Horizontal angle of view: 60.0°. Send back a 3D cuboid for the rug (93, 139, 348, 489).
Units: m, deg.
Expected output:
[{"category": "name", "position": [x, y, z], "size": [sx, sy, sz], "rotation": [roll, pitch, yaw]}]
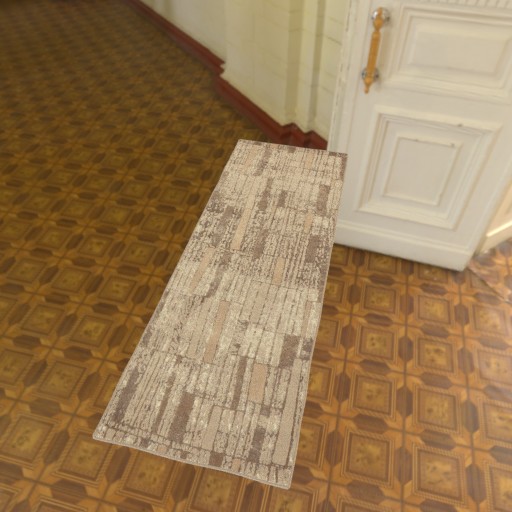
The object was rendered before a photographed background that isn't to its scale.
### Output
[{"category": "rug", "position": [0.000, 0.000, 2.594], "size": [0.857, 0.018, 2.383], "rotation": [10, 47, 9]}]
